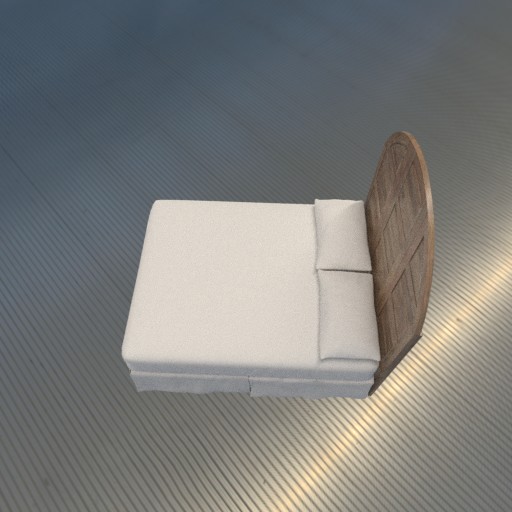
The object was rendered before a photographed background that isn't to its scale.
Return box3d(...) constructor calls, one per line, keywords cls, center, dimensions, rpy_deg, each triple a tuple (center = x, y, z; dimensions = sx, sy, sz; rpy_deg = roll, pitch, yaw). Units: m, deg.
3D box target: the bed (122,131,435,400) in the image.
box3d(cls="bed", center=(0.000, 0.000, 3.511), dimensions=(2.112, 2.002, 1.713), rpy_deg=(2, 58, 1))
